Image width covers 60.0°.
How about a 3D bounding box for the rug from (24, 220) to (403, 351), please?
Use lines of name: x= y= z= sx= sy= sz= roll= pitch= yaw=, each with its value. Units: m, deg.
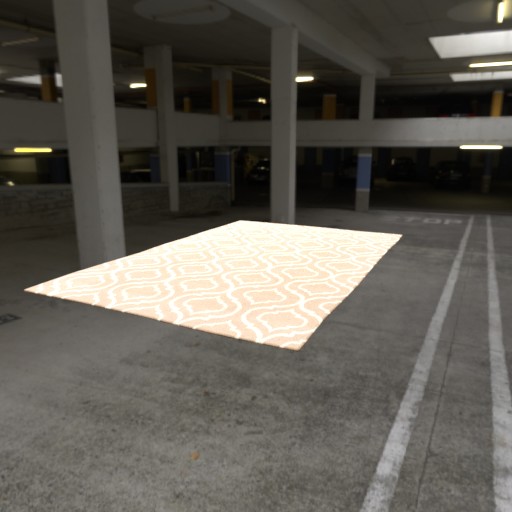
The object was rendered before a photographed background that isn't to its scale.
rug: x=0.000 y=0.000 z=2.221 sx=1.152 sy=0.013 sz=1.761 roll=7 pitch=16 yaw=26
